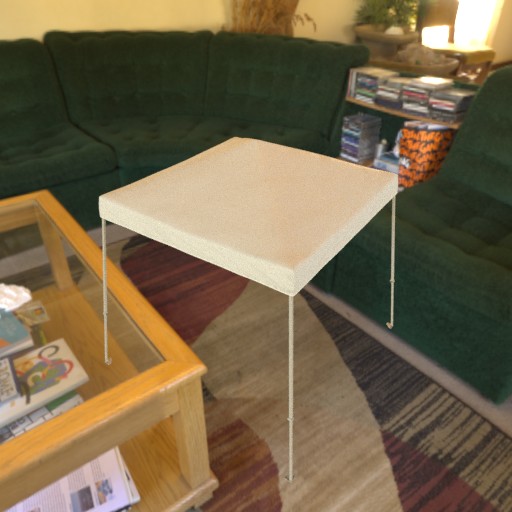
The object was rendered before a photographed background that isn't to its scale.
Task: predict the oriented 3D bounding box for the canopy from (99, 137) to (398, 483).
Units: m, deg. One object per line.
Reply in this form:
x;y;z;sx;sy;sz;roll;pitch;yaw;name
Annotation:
0.000;0.000;6.729;3.599;3.600;3.600;21;38;29;canopy
